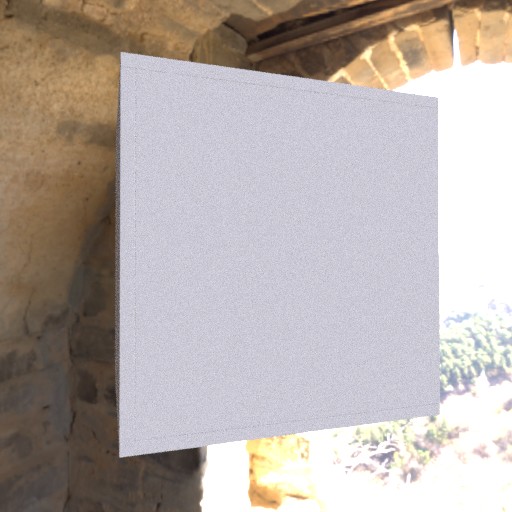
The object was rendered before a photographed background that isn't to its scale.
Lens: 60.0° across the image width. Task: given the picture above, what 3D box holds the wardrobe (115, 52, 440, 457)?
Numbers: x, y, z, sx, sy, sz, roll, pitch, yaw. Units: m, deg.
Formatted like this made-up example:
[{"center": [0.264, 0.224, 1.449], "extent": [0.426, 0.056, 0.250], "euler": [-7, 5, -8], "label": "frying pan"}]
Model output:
[{"center": [0.000, 0.000, 0.836], "extent": [0.500, 0.520, 0.400], "euler": [0, -1, -18], "label": "wardrobe"}]
